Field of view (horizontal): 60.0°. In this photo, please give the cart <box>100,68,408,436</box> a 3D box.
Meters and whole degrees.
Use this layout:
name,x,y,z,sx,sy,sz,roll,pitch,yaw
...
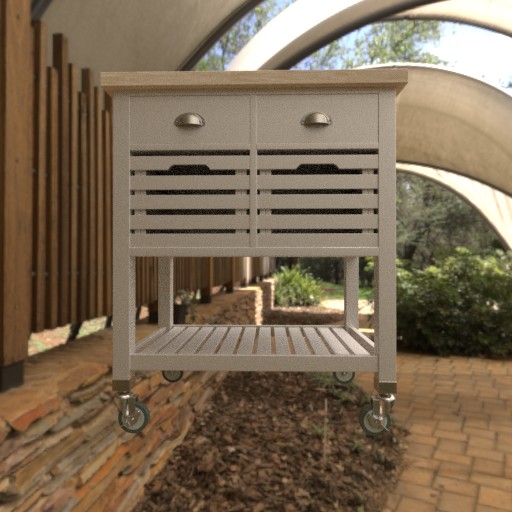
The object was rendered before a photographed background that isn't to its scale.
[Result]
name,x,y,z,sx,sy,sz,roll,pitch,yaw
cart,0.000,0.000,1.372,0.762,0.914,0.559,0,0,2
